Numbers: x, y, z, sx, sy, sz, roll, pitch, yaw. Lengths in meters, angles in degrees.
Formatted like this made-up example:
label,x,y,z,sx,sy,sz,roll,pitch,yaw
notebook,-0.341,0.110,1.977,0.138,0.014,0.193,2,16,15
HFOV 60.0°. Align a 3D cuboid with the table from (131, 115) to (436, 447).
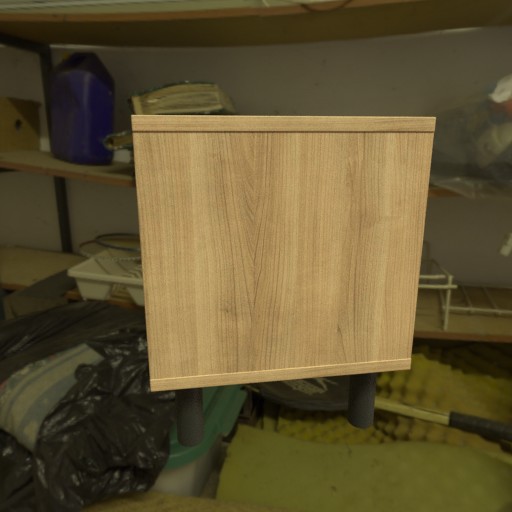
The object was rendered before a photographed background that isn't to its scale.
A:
label,x,y,z,sx,sy,sz,roll,pitch,yaw
table,0.000,0.000,0.791,0.380,0.460,0.445,-2,16,-9
